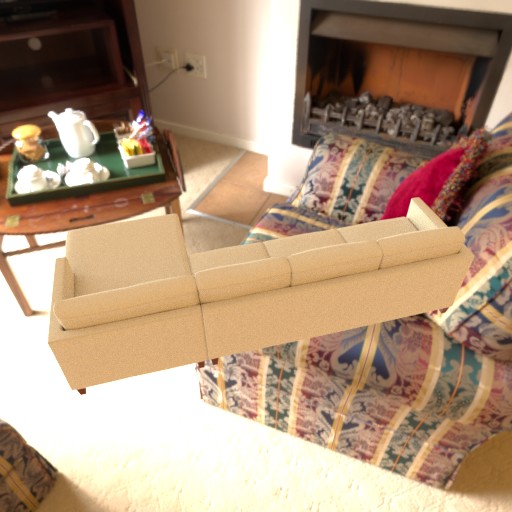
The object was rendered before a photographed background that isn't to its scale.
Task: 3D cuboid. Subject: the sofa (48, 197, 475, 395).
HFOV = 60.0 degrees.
[{"bbox_3d":[0.000,0.000,4.159,3.471,0.954,1.599,-10,43,-11],"label":"sofa"}]
